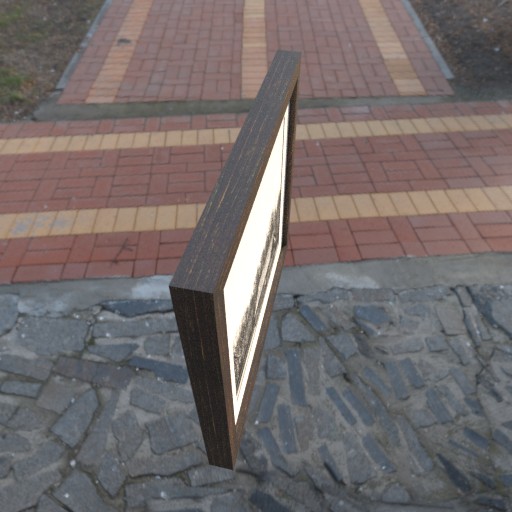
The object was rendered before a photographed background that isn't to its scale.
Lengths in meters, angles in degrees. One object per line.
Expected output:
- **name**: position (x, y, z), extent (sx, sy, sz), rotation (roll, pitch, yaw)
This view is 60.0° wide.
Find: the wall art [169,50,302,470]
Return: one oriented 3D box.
- **wall art**: position (0.000, 0.000, 0.529), extent (0.031, 0.330, 0.381), rotation (9, 47, 8)
